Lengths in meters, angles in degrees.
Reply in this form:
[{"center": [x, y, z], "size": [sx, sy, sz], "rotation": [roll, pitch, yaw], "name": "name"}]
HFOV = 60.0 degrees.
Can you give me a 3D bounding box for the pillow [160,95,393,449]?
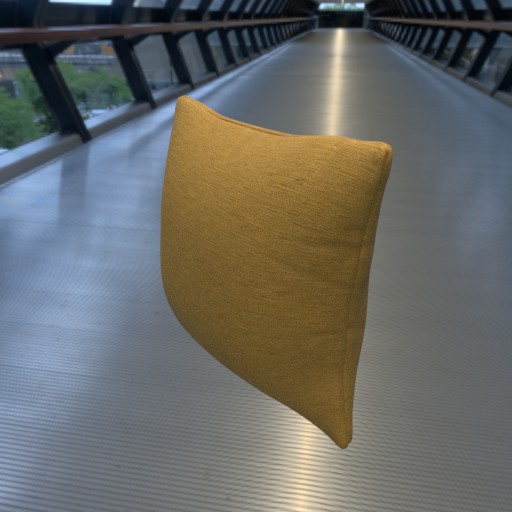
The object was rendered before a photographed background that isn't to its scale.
[{"center": [0.000, 0.000, 0.669], "size": [0.247, 0.417, 0.435], "rotation": [-18, 32, -32], "name": "pillow"}]
